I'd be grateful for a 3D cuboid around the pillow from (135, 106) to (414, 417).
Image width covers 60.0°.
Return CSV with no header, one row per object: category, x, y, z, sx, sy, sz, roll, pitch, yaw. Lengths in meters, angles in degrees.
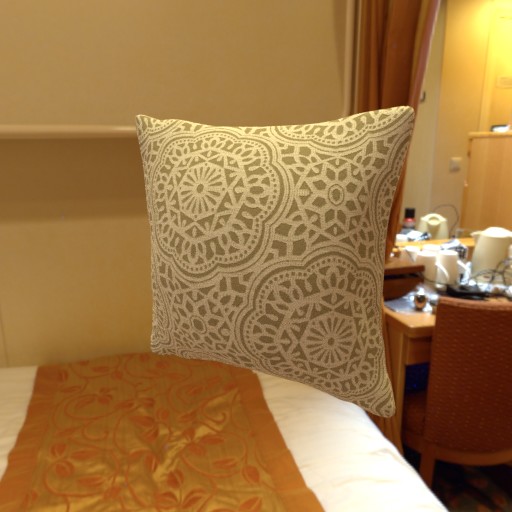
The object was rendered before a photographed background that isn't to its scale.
pillow,0.000,0.000,0.671,0.438,0.421,0.167,7,16,27
